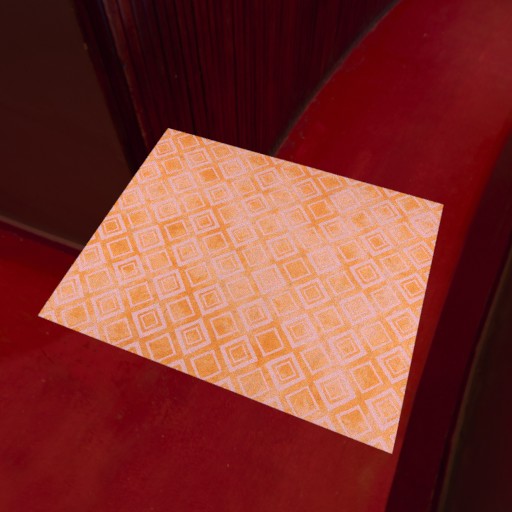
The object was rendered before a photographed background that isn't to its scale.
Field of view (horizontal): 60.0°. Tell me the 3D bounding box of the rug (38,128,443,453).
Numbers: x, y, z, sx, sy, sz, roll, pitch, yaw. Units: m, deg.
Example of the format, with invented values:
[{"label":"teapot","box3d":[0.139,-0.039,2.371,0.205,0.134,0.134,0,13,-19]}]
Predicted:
[{"label":"rug","box3d":[0.000,0.000,4.073,3.037,0.011,2.433,18,60,11]}]
